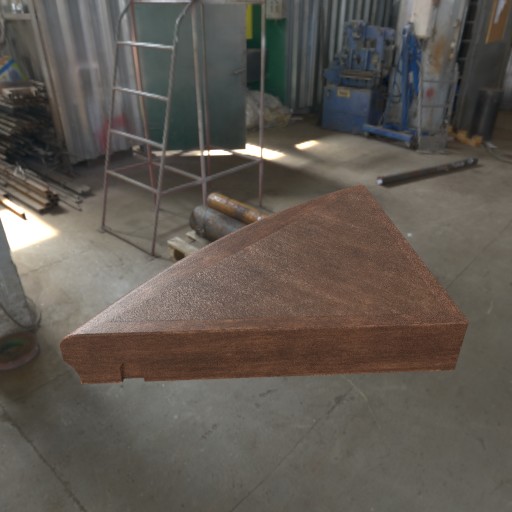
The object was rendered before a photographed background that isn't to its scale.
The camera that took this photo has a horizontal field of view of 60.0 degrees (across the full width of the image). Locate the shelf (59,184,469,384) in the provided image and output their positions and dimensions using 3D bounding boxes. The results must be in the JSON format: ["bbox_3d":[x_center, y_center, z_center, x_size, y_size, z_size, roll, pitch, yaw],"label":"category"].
[{"bbox_3d":[0.000,0.000,0.477,0.310,0.050,0.310,-2,30,-3],"label":"shelf"}]
